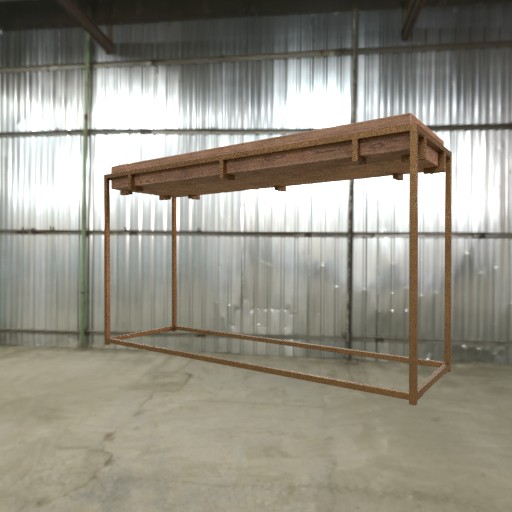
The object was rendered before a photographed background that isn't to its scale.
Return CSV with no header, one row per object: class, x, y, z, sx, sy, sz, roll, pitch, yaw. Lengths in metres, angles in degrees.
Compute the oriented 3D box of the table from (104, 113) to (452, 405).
table,0.000,0.000,1.810,1.400,0.820,0.440,0,1,36
